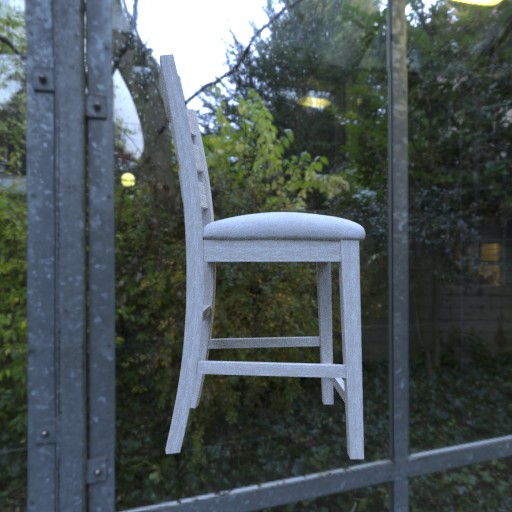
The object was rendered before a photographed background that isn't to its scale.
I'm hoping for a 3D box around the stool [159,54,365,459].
[{"bbox_3d":[0.000,0.000,1.353,0.569,1.032,0.484,0,-1,0],"label":"stool"}]
